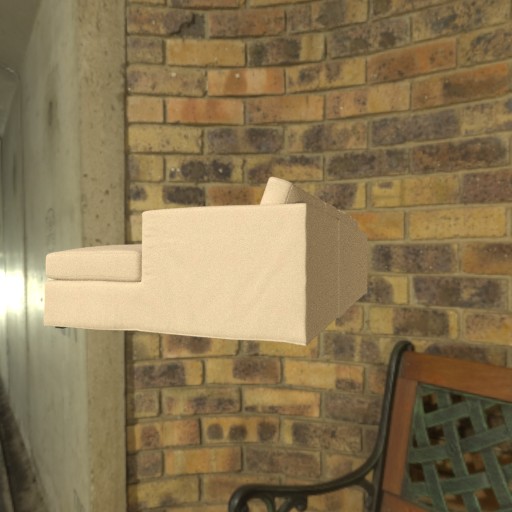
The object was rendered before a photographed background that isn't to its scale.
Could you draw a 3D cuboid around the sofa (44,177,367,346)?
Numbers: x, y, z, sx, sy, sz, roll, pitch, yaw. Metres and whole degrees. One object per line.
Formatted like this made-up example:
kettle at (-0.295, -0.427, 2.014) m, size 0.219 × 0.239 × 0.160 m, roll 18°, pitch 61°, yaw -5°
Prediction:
sofa at (0.000, 0.000, 3.867) m, size 1.622 × 0.871 × 3.206 m, roll 0°, pitch 0°, yaw 19°
